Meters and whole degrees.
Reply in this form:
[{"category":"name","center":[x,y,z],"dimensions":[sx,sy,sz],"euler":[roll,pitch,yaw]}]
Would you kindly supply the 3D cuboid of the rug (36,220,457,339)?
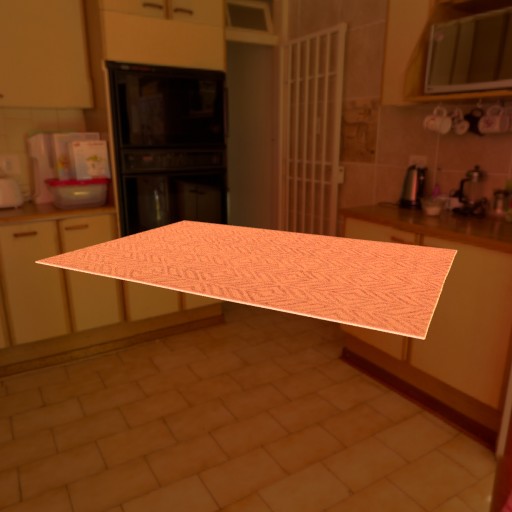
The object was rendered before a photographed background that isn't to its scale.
[{"category":"rug","center":[0.000,0.000,2.302],"dimensions":[1.828,0.007,1.220],"euler":[8,17,27]}]
